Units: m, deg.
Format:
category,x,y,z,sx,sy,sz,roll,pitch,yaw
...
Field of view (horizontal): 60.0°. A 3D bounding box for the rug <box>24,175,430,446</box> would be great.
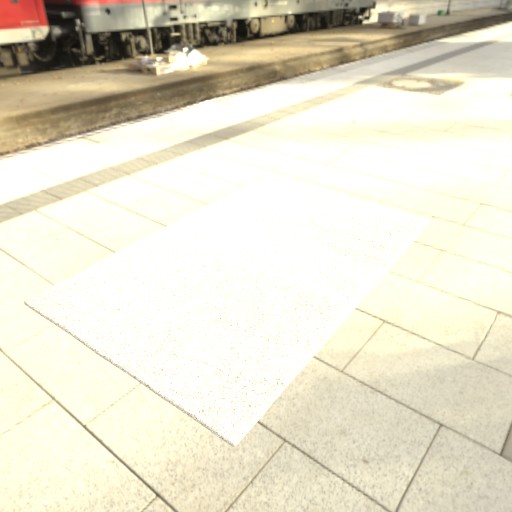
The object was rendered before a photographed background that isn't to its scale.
category,x,y,z,sx,sy,sz,roll,pitch,yaw
rug,0.000,0.000,3.391,1.778,0.030,2.743,22,38,30
